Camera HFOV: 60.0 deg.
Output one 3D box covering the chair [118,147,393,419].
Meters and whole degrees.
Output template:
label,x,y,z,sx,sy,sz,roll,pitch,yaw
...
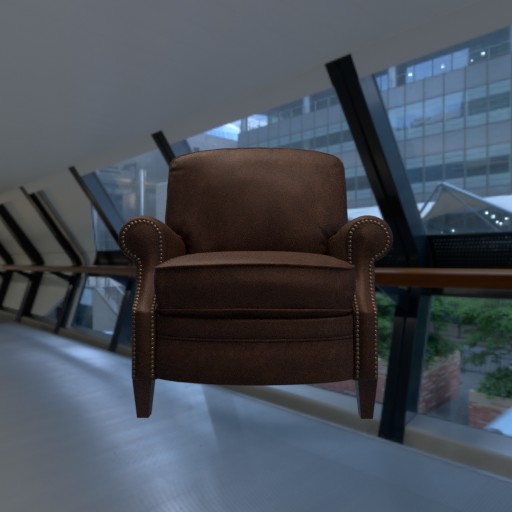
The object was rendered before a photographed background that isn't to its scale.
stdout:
label,x,y,z,sx,sy,sz,roll,pitch,yaw
chair,0.000,0.000,1.767,0.936,1.018,0.986,0,0,1
